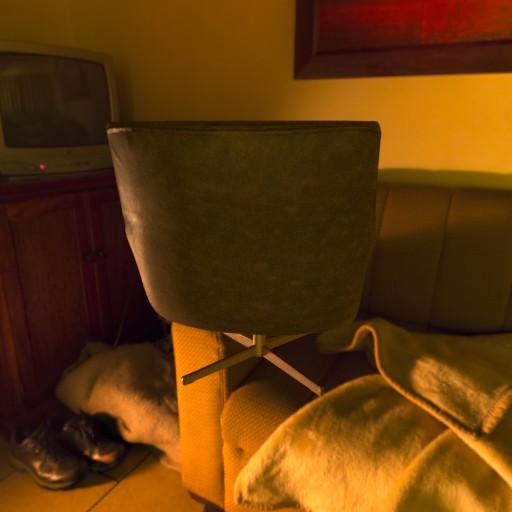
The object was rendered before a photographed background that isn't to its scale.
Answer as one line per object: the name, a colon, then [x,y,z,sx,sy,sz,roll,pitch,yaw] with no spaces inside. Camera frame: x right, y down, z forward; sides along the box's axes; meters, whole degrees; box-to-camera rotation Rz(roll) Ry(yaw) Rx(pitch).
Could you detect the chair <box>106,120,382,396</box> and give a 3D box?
chair: [0.000,0.000,1.505,0.738,0.870,0.874,2,16,7]
